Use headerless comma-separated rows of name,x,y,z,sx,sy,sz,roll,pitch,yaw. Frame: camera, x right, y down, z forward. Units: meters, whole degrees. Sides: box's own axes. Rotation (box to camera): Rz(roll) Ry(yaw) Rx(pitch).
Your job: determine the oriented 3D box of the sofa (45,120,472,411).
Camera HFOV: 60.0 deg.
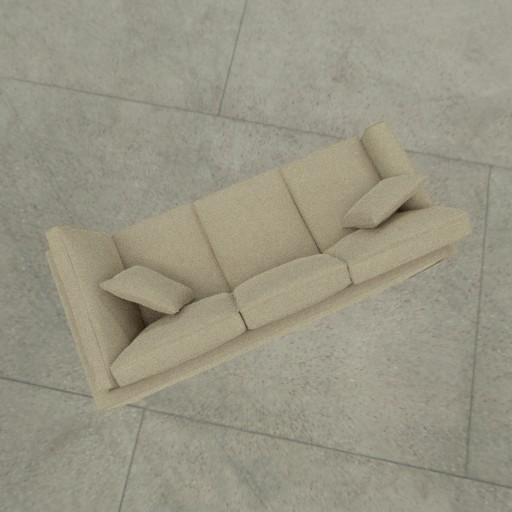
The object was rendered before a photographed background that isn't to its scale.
sofa,0.000,0.000,2.873,2.317,0.962,1.061,-23,77,-6
